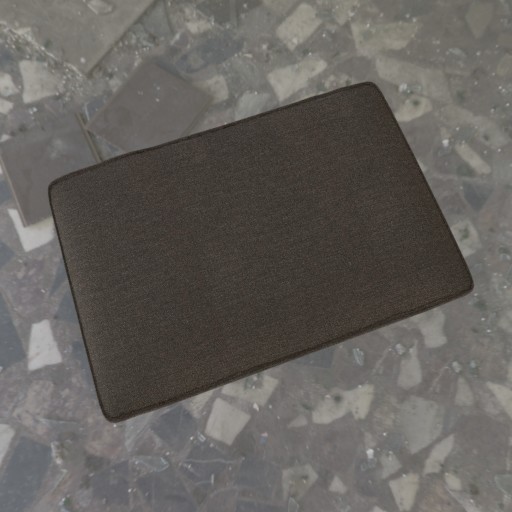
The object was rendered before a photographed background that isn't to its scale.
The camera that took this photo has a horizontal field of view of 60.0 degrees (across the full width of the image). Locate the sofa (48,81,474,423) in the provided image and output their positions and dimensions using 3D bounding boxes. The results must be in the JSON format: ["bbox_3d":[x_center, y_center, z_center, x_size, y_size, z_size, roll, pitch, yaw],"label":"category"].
[{"bbox_3d":[0.000,0.000,1.188,0.854,0.457,0.578,-19,76,-5],"label":"sofa"}]
